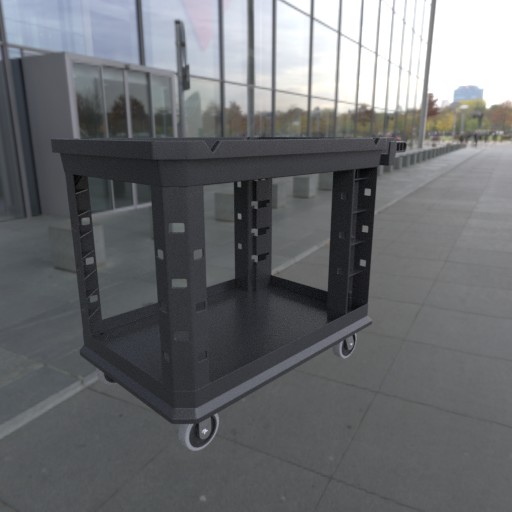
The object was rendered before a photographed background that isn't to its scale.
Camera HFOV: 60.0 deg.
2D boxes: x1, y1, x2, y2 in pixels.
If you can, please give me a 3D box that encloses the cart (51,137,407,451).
[{"bbox_3d":[0.000,0.000,1.717,0.674,0.884,1.239,15,21,42],"label":"cart"}]
